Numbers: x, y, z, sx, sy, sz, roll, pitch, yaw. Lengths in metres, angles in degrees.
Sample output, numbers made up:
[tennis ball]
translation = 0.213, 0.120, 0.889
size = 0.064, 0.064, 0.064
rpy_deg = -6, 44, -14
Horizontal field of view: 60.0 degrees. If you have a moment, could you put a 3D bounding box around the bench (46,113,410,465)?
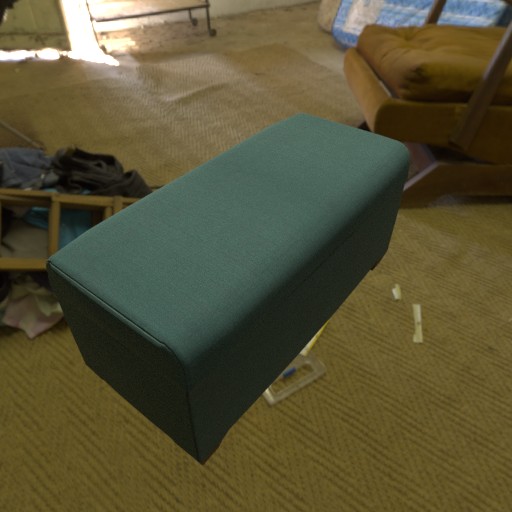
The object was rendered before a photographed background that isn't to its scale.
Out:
[bench]
translation = 0.000, 0.000, 1.283
size = 0.476, 0.474, 0.995
rpy_deg = 28, 48, 28
